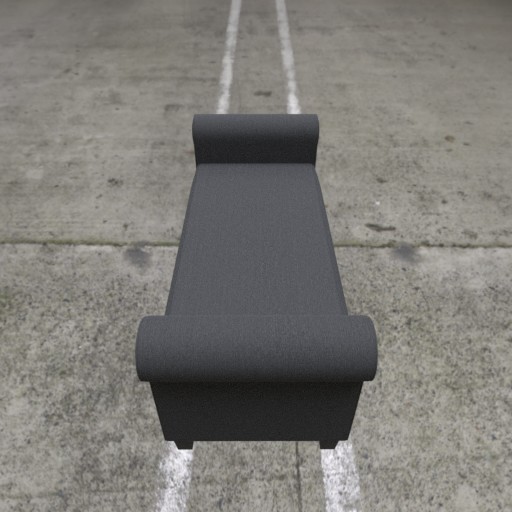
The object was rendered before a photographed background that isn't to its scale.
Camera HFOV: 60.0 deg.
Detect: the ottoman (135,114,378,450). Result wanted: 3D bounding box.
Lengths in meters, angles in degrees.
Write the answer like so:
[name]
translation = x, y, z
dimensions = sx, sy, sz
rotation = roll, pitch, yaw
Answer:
[ottoman]
translation = 0.000, 0.000, 1.539
dimensions = 0.521, 0.547, 1.256
rotation = 0, 40, 0
